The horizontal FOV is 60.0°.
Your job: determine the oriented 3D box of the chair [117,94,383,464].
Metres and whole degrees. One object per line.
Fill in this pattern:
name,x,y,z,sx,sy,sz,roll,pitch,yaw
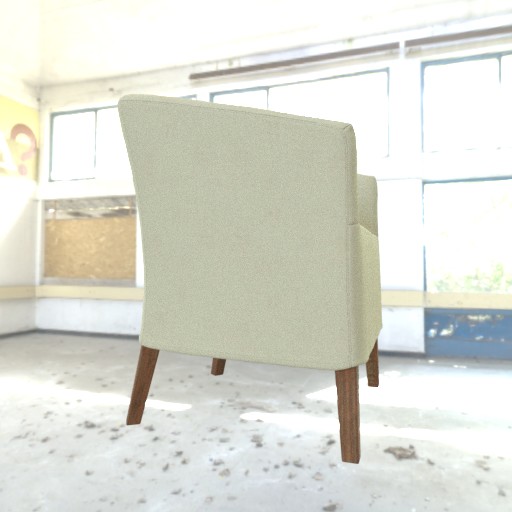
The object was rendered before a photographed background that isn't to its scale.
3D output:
chair,0.000,0.000,1.250,0.657,0.822,0.643,0,-1,19
